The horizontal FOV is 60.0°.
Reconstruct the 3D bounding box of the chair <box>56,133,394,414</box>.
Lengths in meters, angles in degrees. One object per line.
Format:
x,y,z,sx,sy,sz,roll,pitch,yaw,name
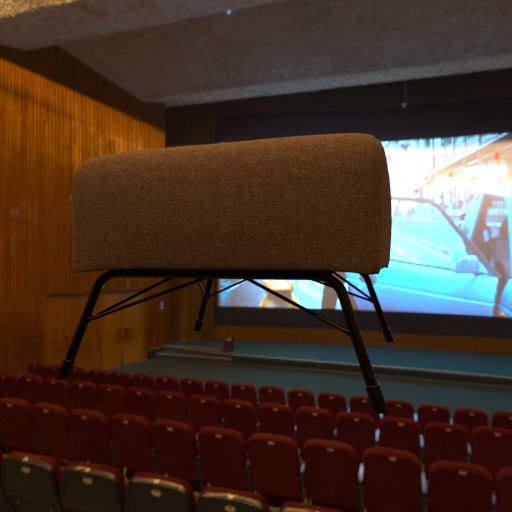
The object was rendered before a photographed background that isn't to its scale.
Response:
0.000,0.000,0.903,0.530,0.410,0.530,0,0,18,chair
